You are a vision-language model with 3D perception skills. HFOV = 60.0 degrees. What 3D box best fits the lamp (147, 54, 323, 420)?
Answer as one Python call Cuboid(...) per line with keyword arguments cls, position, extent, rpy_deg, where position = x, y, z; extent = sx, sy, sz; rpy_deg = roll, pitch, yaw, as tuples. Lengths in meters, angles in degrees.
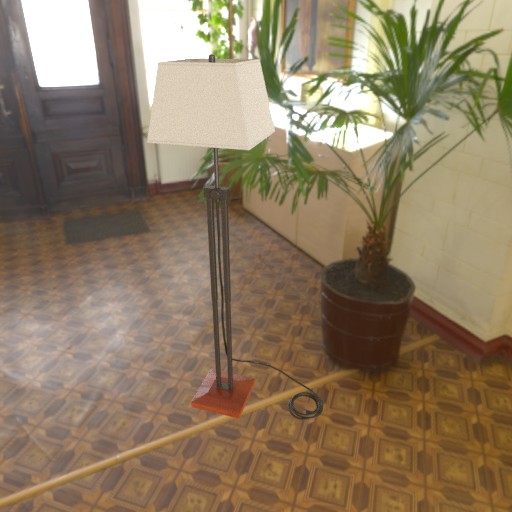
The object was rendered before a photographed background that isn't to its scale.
Cuboid(cls="lamp", position=(0.000, 0.000, 2.065), extent=(0.745, 1.712, 0.472), rpy_deg=(8, 28, 16))
